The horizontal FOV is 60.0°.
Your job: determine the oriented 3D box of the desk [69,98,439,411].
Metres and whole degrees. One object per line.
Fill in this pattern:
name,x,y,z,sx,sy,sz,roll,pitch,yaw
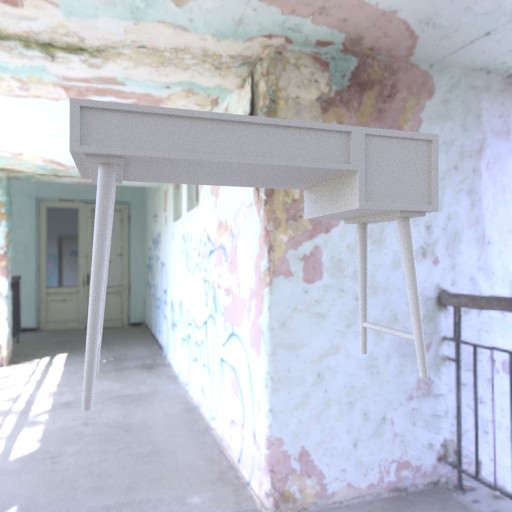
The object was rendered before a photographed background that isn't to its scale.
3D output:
desk,0.000,0.000,1.421,1.069,0.761,0.409,0,0,-17
